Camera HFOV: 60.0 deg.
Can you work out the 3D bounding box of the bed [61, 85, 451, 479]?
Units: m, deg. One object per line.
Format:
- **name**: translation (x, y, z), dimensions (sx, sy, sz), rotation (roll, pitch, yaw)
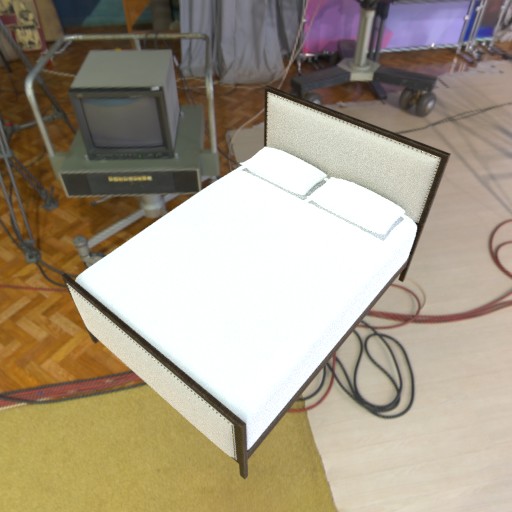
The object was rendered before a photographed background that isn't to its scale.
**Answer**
- **bed**: translation (0.000, 0.000, 3.258), dimensions (1.607, 1.313, 2.221), rotation (31, 54, 26)
